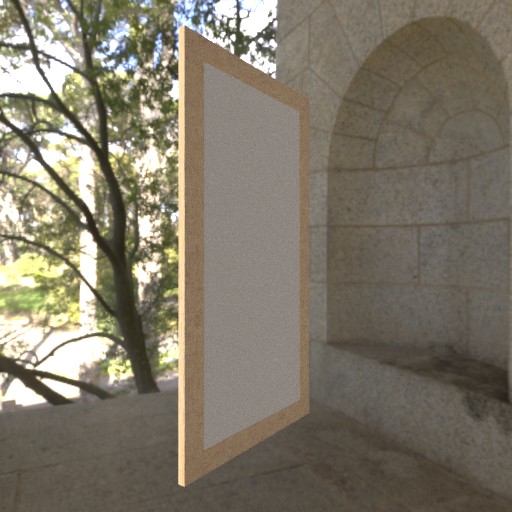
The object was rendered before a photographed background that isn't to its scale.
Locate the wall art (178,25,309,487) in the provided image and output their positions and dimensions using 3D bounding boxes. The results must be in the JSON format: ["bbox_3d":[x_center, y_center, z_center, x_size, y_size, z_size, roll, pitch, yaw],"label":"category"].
[{"bbox_3d":[0.000,0.000,0.814,0.013,0.683,0.381,0,0,36],"label":"wall art"}]
